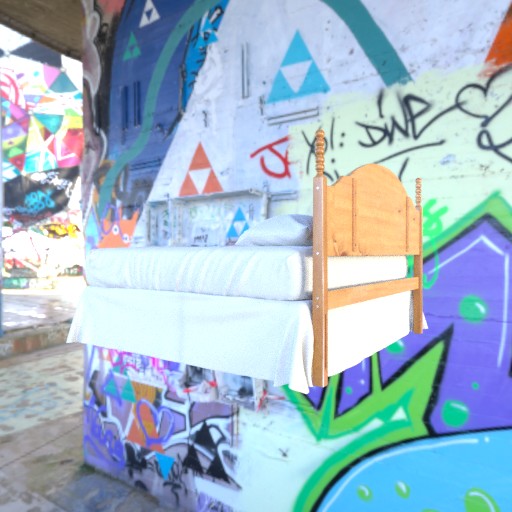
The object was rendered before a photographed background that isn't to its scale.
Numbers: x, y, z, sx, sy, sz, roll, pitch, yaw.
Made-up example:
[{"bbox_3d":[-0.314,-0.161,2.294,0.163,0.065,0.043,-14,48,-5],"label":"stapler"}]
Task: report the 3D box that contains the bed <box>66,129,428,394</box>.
[{"bbox_3d":[0.000,0.000,3.716,2.219,1.355,2.322,0,1,35],"label":"bed"}]
